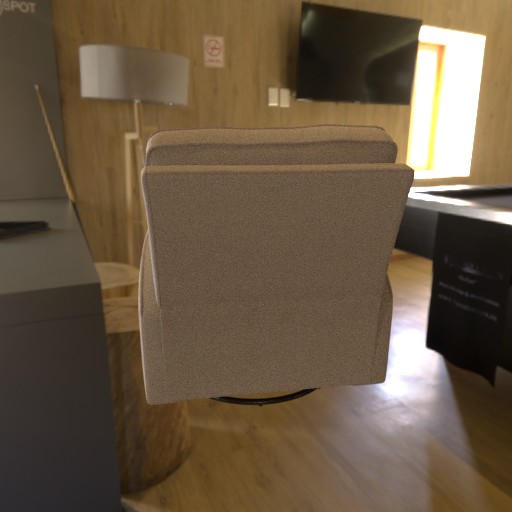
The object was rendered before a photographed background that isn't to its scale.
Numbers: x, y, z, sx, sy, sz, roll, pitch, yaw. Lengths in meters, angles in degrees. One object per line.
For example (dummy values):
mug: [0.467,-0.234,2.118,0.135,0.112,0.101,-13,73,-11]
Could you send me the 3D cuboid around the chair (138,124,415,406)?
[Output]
chair: [0.000,0.000,1.715,0.861,0.964,0.969,-2,15,-9]
